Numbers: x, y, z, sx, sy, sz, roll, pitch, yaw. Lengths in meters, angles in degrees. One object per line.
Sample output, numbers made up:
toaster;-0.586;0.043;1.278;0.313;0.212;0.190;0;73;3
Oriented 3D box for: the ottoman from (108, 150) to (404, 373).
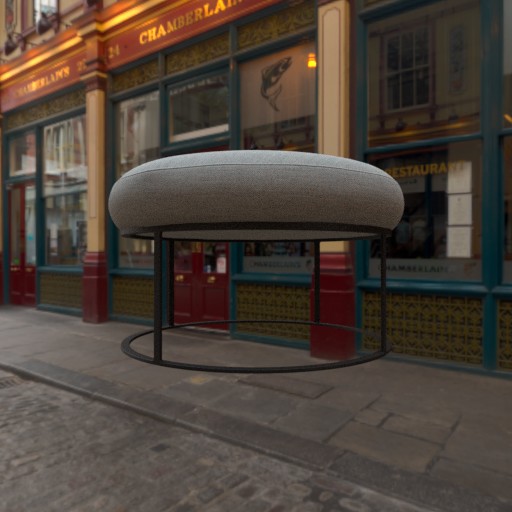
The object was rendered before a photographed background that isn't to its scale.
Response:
ottoman;0.000;0.000;1.209;0.769;0.459;0.769;0;0;0
